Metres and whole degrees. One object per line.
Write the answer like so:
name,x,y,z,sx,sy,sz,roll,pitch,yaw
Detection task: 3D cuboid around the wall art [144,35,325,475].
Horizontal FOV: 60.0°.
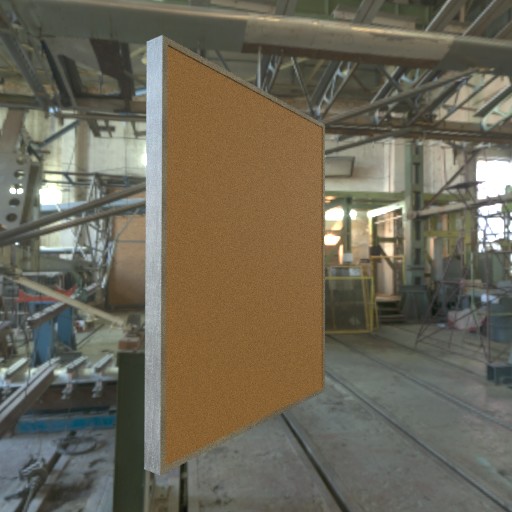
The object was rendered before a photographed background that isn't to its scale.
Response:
wall art,0.000,0.000,0.703,0.032,0.521,0.421,-1,-1,36
